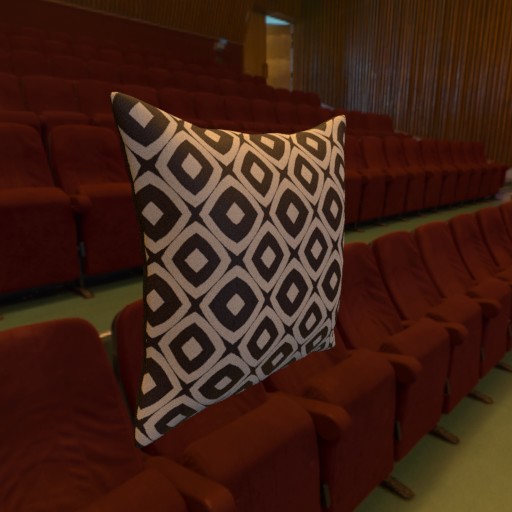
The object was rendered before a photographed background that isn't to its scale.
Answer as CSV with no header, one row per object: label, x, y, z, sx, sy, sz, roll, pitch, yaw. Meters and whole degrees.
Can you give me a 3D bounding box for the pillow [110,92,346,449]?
pillow,0.000,0.000,0.766,0.188,0.494,0.504,12,18,43
